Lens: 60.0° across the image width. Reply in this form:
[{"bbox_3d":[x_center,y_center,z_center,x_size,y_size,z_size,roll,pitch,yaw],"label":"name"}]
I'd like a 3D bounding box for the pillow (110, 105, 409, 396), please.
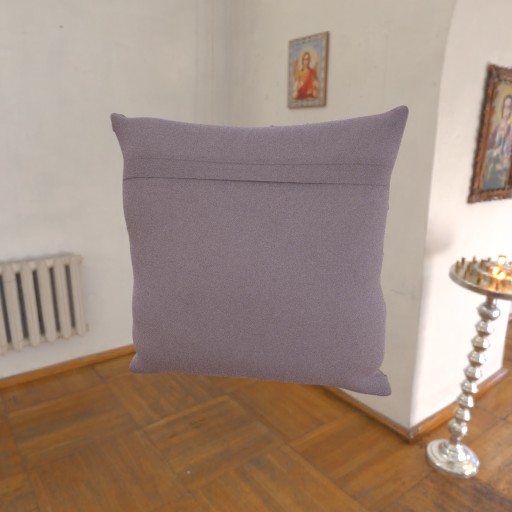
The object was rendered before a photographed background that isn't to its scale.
[{"bbox_3d":[0.000,0.000,0.688,0.439,0.440,0.185,2,16,8],"label":"pillow"}]
